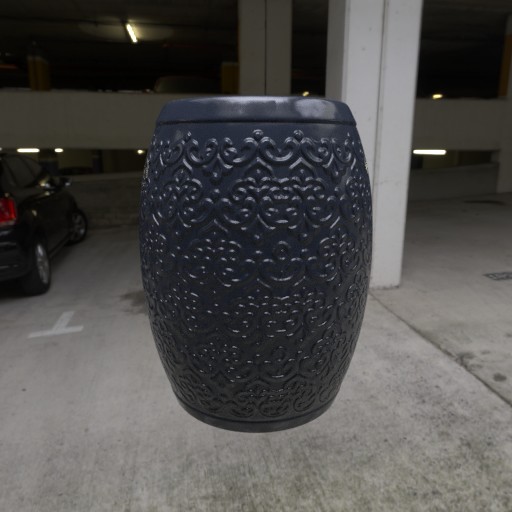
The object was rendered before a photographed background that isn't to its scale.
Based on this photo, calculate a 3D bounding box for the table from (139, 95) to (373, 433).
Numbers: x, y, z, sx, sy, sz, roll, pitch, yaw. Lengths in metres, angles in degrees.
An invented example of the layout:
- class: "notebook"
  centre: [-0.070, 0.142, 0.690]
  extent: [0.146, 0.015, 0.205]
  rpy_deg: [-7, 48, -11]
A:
- class: "table"
  centre: [0.000, 0.000, 0.611]
  extent: [0.309, 0.397, 0.309]
  rpy_deg: [0, 14, 0]
